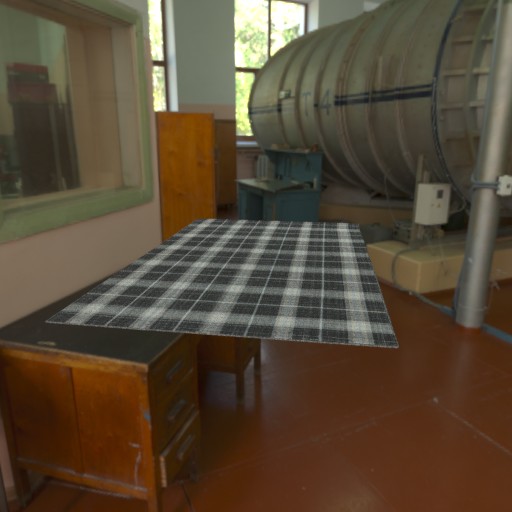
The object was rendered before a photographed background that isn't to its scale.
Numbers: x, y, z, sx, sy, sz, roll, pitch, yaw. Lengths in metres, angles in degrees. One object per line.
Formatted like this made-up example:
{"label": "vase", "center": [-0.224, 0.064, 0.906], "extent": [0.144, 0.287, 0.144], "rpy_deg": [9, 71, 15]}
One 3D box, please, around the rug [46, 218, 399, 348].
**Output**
{"label": "rug", "center": [0.000, 0.000, 2.999], "extent": [1.520, 0.015, 2.434], "rpy_deg": [2, 16, 9]}
